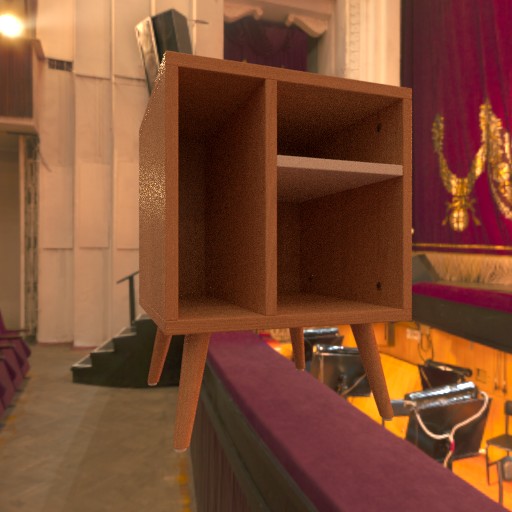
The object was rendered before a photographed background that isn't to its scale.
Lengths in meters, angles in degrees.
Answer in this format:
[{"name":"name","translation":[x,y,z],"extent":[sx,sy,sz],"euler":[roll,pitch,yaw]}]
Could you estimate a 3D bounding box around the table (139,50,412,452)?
[{"name":"table","translation":[0.000,0.000,0.847],"extent":[0.400,0.550,0.400],"euler":[0,0,-20]}]
